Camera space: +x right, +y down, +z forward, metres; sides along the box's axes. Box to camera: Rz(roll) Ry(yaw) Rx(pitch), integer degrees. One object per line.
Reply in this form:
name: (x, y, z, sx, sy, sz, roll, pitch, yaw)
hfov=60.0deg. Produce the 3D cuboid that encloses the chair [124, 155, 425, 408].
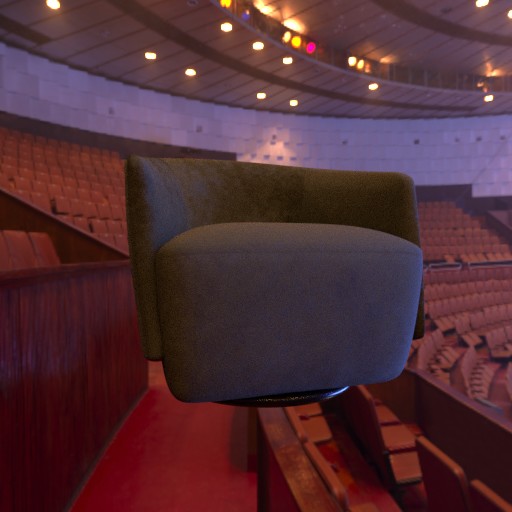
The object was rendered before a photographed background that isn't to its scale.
chair: (0.000, 0.000, 1.335, 0.773, 0.698, 0.767, 0, 1, -19)
